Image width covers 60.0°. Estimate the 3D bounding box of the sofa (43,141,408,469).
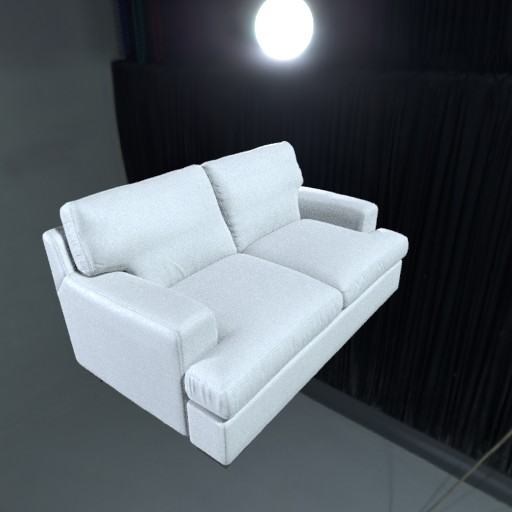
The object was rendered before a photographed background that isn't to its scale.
[{"bbox_3d":[0.000,0.000,2.511,1.143,0.940,1.880,18,31,33],"label":"sofa"}]
